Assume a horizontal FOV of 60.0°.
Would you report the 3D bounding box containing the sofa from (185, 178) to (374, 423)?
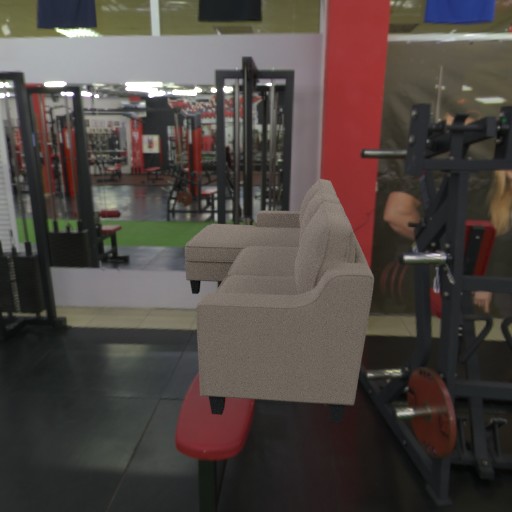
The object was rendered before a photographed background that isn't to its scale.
[{"bbox_3d":[0.000,0.000,3.191,1.294,0.928,2.561,2,15,6],"label":"sofa"}]
